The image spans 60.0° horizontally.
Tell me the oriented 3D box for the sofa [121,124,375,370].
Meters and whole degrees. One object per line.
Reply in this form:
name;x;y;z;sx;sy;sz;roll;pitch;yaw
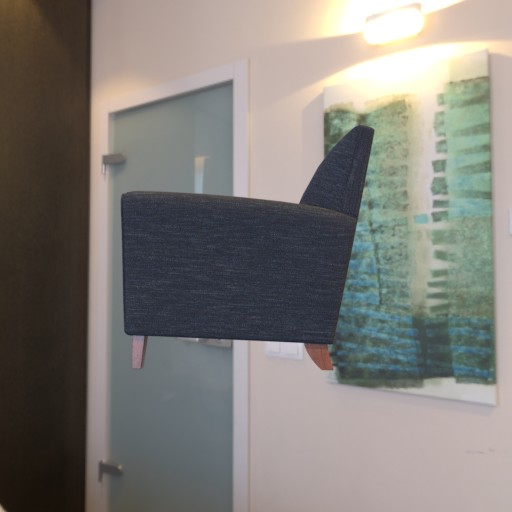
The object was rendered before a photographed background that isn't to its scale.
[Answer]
sofa;0.000;0.000;2.462;0.875;0.846;1.976;0;-2;2
